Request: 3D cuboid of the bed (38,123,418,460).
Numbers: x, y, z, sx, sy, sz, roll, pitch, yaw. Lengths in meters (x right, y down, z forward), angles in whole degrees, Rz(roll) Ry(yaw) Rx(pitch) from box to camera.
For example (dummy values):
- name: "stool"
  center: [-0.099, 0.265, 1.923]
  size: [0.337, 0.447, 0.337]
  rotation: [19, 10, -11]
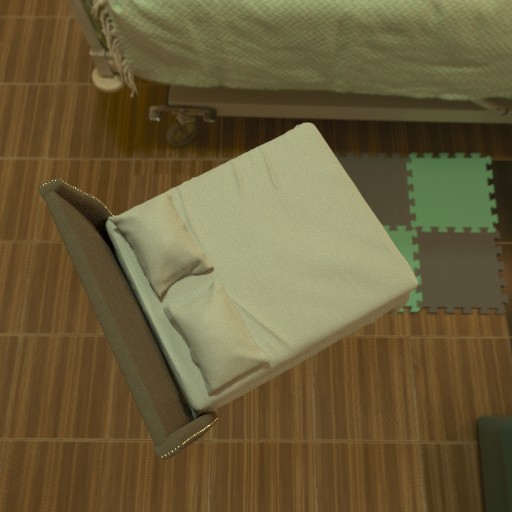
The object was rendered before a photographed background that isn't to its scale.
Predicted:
- name: "bed"
  center: [0.000, 0.000, 3.453]
  size: [2.276, 1.332, 1.925]
  rotation: [-28, 76, -8]
